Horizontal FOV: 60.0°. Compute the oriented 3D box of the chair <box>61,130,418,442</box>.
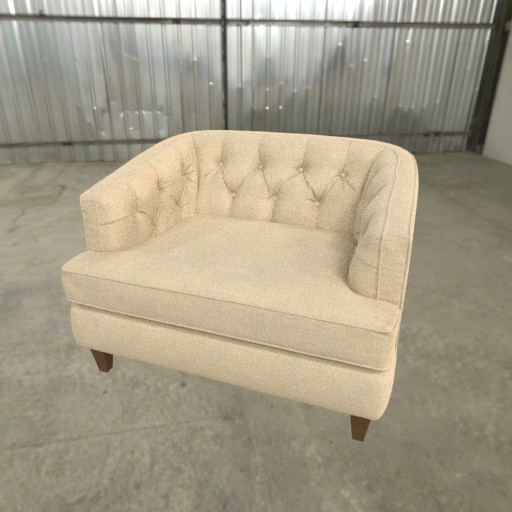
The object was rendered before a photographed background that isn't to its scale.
[{"bbox_3d":[0.000,0.000,1.708,1.118,0.787,0.914,9,27,18],"label":"chair"}]
